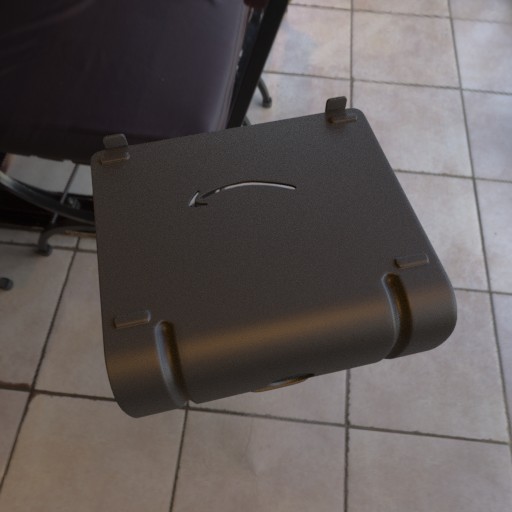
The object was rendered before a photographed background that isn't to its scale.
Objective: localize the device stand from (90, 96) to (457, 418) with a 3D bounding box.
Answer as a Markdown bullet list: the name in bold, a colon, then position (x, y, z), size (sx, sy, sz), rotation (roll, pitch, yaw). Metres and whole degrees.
- **device stand**: position (0.000, 0.000, 0.401), size (0.256, 0.155, 0.236), rotation (-11, 64, -6)
